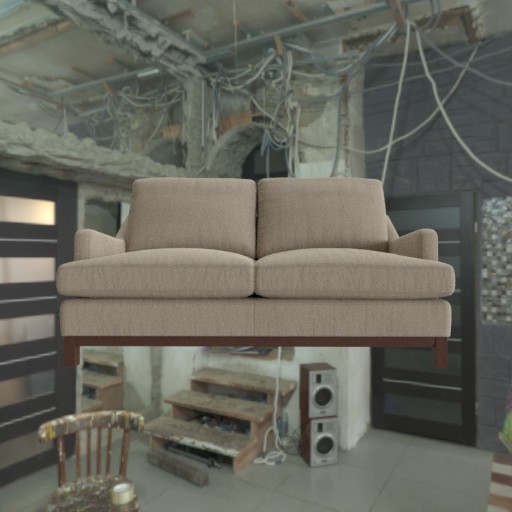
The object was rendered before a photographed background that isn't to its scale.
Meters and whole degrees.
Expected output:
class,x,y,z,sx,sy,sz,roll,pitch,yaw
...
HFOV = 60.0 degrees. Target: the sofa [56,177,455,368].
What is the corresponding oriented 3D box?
class,x,y,z,sx,sy,sz,roll,pitch,yaw
sofa,0.000,0.000,2.258,1.619,0.910,1.004,0,0,1
